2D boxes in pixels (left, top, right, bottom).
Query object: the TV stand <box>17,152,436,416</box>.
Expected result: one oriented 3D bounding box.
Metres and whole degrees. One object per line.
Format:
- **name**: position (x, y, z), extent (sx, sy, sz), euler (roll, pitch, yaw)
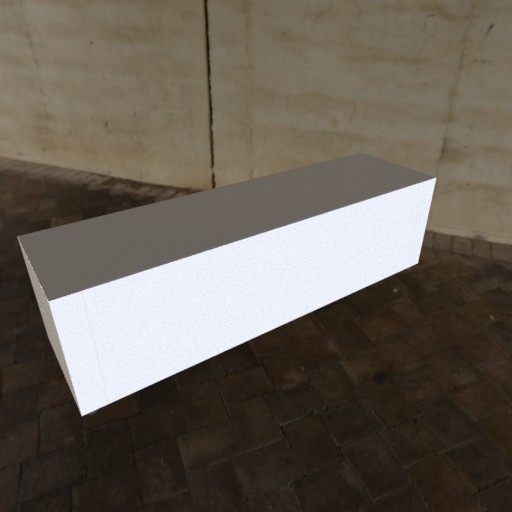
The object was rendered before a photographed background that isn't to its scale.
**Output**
- **TV stand**: position (0.000, 0.000, 1.696), extent (1.500, 0.440, 0.410), euler (-19, 35, -29)
